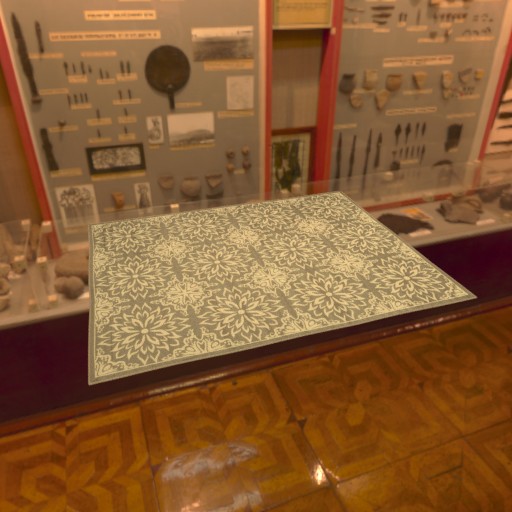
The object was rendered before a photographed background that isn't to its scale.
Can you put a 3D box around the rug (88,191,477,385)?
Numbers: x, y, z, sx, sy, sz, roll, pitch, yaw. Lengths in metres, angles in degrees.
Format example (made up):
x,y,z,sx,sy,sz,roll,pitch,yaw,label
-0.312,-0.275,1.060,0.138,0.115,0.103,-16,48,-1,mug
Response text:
x,y,z,sx,sy,sz,roll,pitch,yaw,label
0.000,0.000,4.136,2.980,0.012,2.363,-9,32,-16,rug
